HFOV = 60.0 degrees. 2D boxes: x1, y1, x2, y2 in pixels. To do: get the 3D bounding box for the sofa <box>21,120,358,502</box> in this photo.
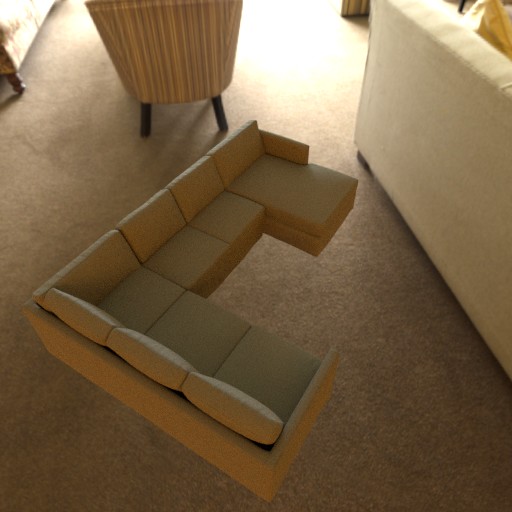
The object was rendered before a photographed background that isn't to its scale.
[{"bbox_3d":[0.000,0.000,4.382,2.427,0.882,3.460,24,51,22],"label":"sofa"}]
